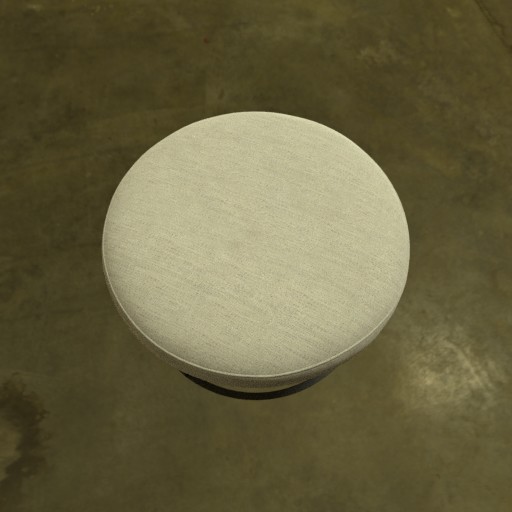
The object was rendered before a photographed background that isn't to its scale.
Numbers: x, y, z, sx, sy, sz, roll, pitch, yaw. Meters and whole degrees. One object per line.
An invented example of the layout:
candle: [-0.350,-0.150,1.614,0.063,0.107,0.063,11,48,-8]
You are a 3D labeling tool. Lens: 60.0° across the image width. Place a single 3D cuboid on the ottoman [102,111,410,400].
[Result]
ottoman: [0.000,0.000,1.242,0.769,0.459,0.769,0,63,0]
